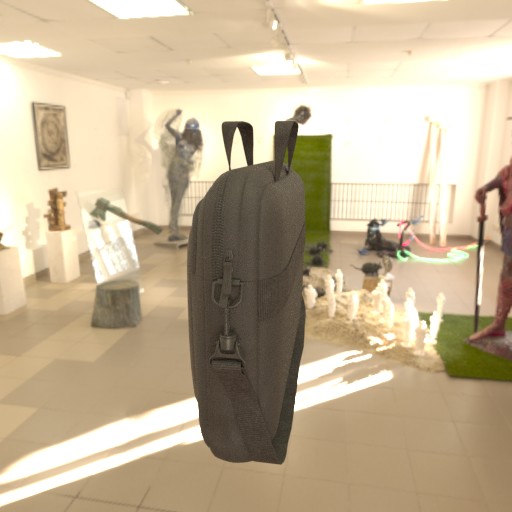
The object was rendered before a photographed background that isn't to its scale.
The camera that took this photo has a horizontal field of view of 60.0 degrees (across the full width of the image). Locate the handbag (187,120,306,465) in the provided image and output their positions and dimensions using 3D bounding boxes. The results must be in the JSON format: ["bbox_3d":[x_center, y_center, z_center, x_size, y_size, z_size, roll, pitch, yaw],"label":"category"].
[{"bbox_3d":[0.000,0.000,0.422,0.089,0.244,0.320,2,14,9],"label":"handbag"}]
